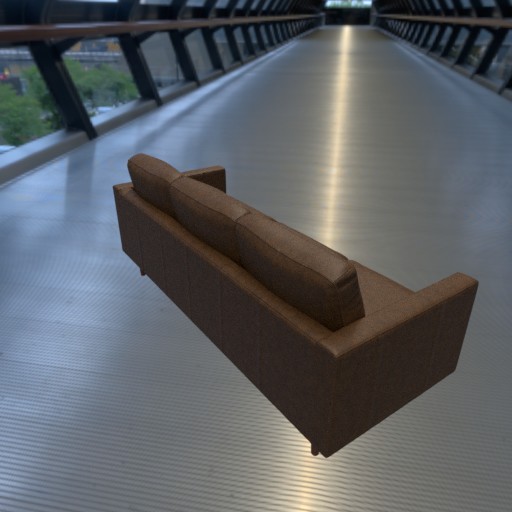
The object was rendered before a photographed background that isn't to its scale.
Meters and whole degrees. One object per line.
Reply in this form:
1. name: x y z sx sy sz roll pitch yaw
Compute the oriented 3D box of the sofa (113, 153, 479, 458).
1. sofa: 0.000 0.000 2.639 0.903 0.930 2.231 -18 32 -31
